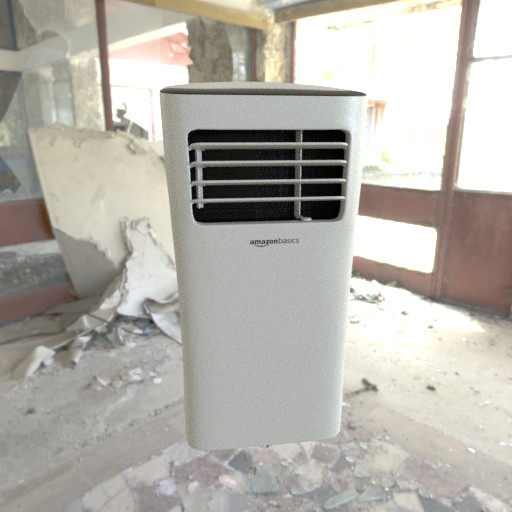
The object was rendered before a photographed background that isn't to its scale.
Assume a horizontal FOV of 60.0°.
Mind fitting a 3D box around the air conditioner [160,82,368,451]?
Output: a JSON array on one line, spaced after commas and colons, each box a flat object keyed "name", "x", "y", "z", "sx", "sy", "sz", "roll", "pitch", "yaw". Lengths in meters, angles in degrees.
[{"name": "air conditioner", "x": 0.000, "y": 0.000, "z": 0.940, "sx": 0.352, "sy": 0.716, "sz": 0.369, "roll": -2, "pitch": 16, "yaw": -8}]
